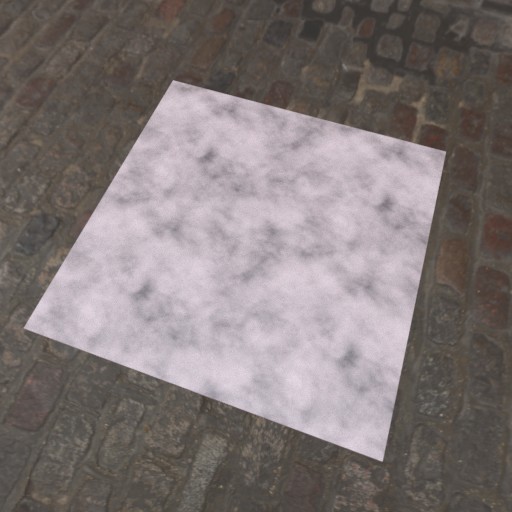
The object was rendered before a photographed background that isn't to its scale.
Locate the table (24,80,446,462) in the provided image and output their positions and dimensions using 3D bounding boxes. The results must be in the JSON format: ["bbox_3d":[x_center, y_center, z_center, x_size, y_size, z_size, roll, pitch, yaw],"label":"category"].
[{"bbox_3d":[0.000,0.000,1.338,0.890,0.305,0.890,18,65,8],"label":"table"}]
